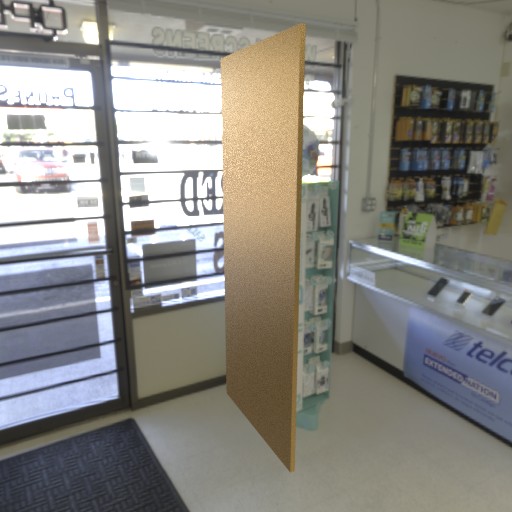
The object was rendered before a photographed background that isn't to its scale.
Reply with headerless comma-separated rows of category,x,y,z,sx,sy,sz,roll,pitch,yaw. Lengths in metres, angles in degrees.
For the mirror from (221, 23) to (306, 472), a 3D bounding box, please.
mirror,0.000,0.000,2.310,0.025,2.031,0.812,-7,16,-26
